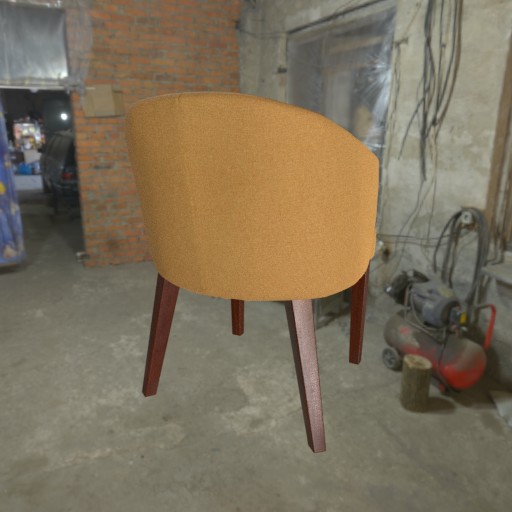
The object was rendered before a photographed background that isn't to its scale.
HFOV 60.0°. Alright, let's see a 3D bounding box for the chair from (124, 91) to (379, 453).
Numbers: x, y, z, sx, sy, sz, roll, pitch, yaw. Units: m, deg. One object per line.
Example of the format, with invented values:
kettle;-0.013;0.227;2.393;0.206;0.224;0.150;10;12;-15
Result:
chair;0.000;0.000;1.228;0.583;0.811;0.655;8;17;26
